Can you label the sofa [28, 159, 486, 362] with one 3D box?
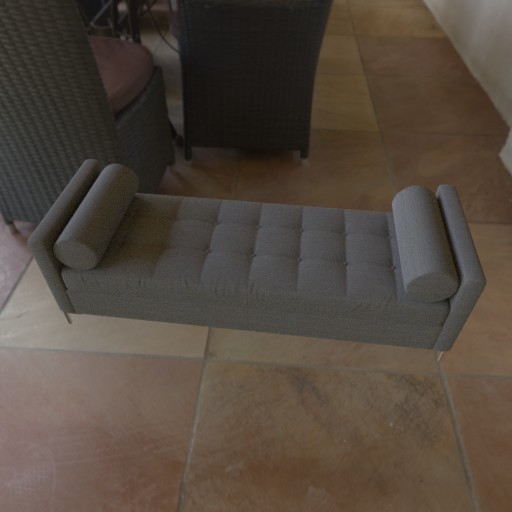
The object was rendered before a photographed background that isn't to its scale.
[{"bbox_3d":[0.000,0.000,2.329,1.981,0.635,0.686,5,45,5],"label":"sofa"}]
